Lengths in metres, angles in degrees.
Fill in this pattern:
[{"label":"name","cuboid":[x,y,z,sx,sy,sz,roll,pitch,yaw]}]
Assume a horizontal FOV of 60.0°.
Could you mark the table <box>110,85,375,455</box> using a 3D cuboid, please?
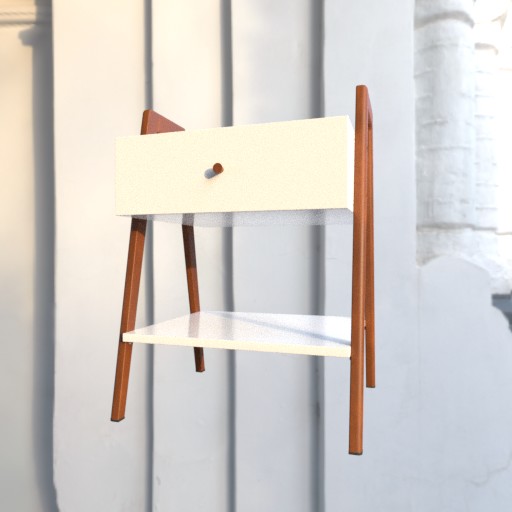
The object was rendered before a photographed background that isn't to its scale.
[{"label":"table","cuboid":[0.000,0.000,0.915,0.457,0.610,0.405,0,0,18]}]
